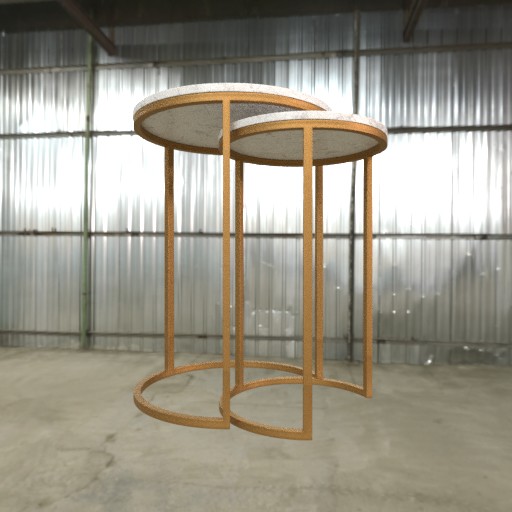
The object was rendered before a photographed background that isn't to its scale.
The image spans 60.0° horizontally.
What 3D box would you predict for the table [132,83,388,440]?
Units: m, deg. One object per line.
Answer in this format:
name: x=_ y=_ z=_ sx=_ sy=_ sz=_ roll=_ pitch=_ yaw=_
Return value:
table: x=0.000 y=0.000 z=0.872 sx=0.507 sy=0.550 sz=0.400 roll=0 pitch=0 yaw=36
